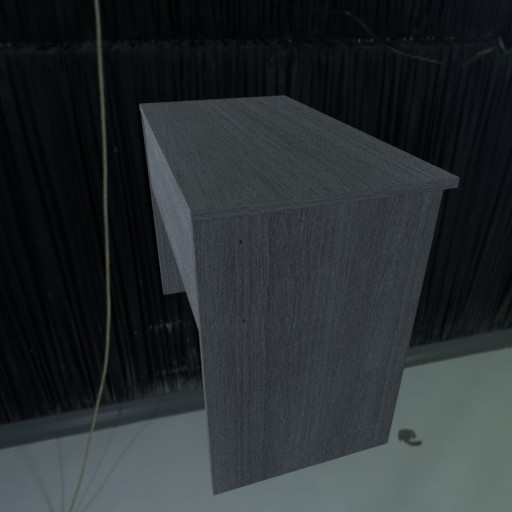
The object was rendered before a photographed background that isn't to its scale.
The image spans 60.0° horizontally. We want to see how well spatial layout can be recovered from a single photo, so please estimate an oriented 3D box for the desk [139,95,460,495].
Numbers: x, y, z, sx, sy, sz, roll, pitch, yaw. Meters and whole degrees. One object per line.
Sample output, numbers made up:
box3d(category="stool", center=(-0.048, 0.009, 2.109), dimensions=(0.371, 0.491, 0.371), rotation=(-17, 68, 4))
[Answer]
box3d(category="desk", center=(0.000, 0.000, 1.293), dimensions=(0.498, 0.724, 0.893), rotation=(-9, 31, -15))
